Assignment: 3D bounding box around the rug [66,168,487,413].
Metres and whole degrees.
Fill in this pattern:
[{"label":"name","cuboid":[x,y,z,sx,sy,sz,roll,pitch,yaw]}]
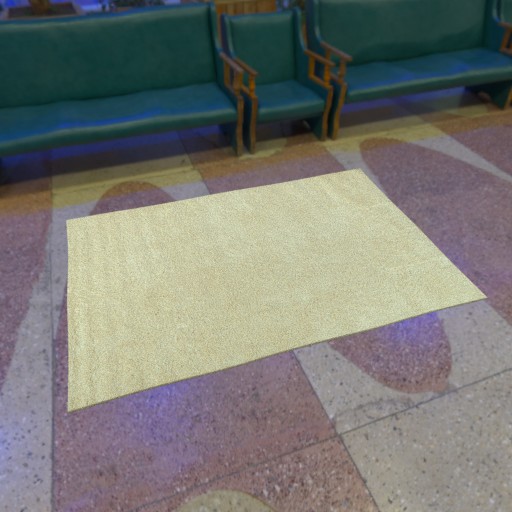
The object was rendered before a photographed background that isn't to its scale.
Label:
[{"label":"rug","cuboid":[0.000,0.000,3.327,2.699,0.025,1.800,-12,43,-14]}]
